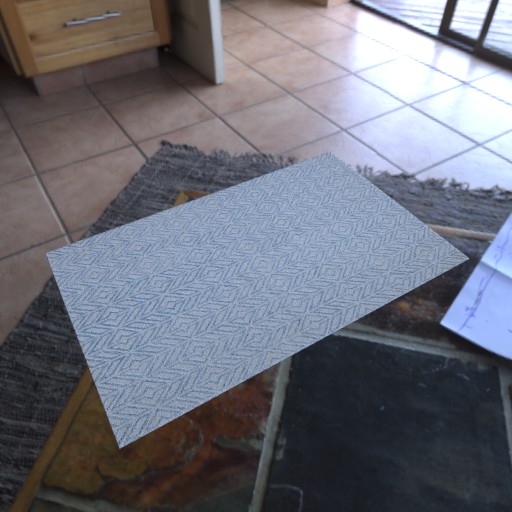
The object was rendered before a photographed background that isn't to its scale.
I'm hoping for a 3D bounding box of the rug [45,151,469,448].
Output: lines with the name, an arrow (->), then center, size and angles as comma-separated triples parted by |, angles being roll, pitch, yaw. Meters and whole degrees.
rug -> 0.000, 0.000, 3.011 | 2.441, 0.008, 1.526 | -23, 50, -21
